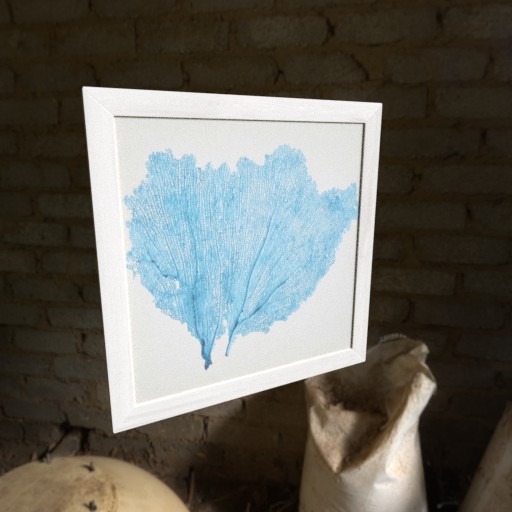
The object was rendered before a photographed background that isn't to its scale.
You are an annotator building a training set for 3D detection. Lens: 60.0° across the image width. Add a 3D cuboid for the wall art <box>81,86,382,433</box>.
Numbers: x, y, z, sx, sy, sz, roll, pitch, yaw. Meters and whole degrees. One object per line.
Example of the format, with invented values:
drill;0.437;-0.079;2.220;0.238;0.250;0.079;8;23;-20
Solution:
wall art;0.000;0.000;0.859;0.584;0.584;0.013;-7;16;-27
